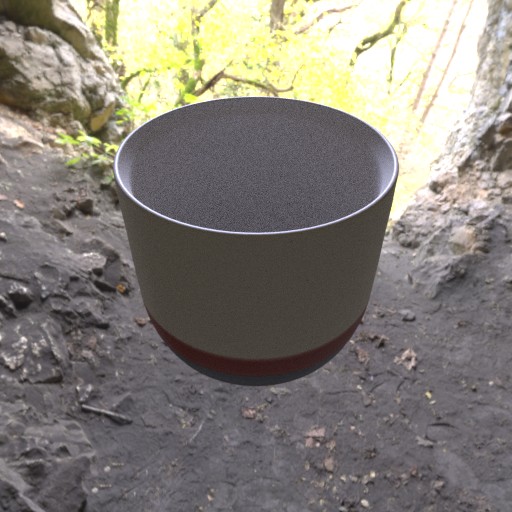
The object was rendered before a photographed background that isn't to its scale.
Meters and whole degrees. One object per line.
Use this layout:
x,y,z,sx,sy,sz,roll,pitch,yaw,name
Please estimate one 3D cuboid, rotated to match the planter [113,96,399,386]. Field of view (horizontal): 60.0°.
0.000,0.000,0.511,0.268,0.270,0.268,0,41,0,planter
